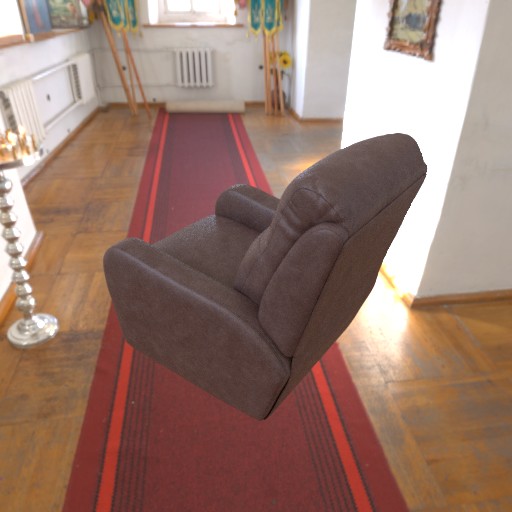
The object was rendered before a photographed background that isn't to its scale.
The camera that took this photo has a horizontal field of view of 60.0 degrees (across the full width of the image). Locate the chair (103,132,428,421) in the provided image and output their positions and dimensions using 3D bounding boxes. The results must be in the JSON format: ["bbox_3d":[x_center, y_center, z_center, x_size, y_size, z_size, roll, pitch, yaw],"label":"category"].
[{"bbox_3d":[0.000,0.000,1.846,1.067,1.067,0.865,22,38,31],"label":"chair"}]
